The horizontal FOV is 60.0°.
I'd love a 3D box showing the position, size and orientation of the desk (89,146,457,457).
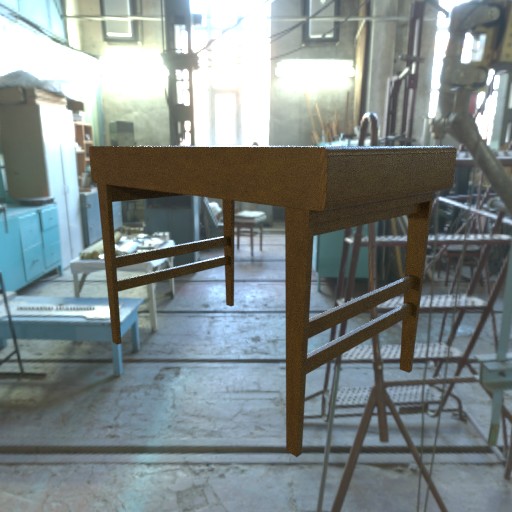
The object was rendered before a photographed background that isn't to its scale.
[{"bbox_3d":[0.000,0.000,1.569,1.066,0.754,0.660,14,19,43],"label":"desk"}]
